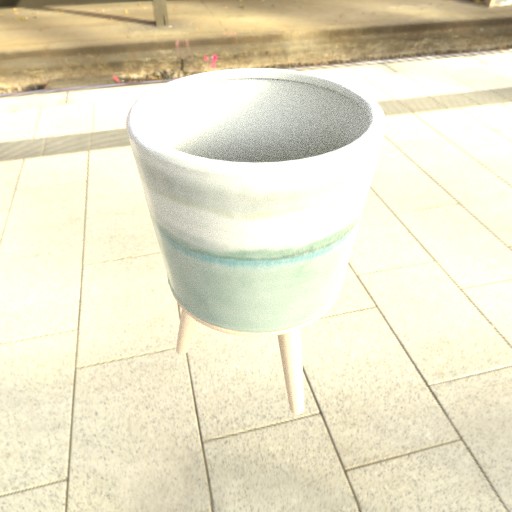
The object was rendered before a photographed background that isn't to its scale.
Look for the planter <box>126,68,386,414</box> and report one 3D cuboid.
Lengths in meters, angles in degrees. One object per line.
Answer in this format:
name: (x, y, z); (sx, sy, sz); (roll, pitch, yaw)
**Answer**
planter: (0.000, 0.000, 0.589); (0.265, 0.404, 0.265); (-11, 41, -13)
